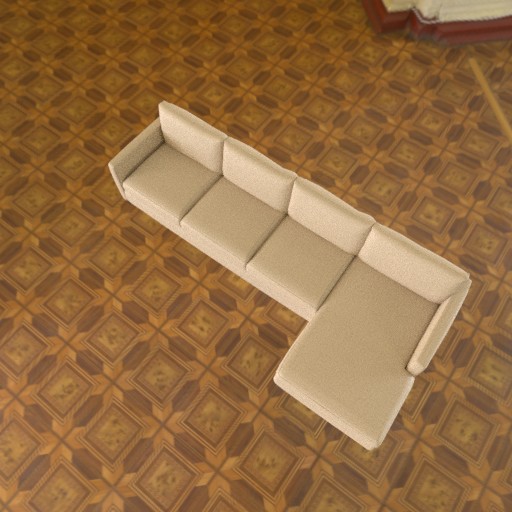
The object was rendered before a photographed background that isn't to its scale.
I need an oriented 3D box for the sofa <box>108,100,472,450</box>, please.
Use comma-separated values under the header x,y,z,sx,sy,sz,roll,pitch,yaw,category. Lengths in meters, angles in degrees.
x,y,z,sx,sy,sz,roll,pitch,yaw,category
0.000,0.000,3.241,2.731,0.755,1.258,33,67,16,sofa
